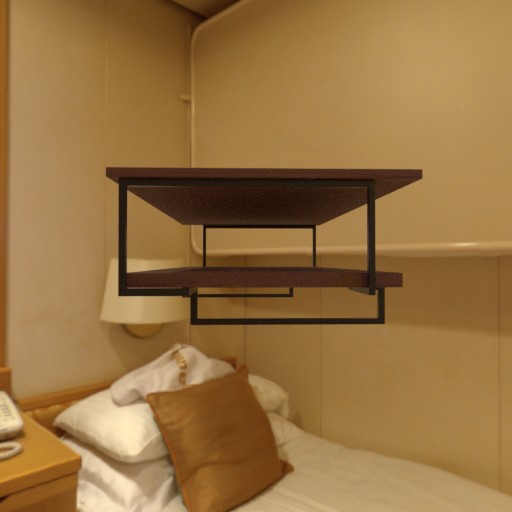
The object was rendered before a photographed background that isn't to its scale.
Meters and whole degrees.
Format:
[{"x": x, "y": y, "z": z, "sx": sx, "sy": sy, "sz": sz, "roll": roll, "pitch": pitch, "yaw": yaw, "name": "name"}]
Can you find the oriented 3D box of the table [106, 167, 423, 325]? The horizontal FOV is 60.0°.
[{"x": 0.000, "y": 0.000, "z": 1.504, "sx": 0.651, "sy": 0.347, "sz": 1.197, "roll": 0, "pitch": -1, "yaw": -2, "name": "table"}]
